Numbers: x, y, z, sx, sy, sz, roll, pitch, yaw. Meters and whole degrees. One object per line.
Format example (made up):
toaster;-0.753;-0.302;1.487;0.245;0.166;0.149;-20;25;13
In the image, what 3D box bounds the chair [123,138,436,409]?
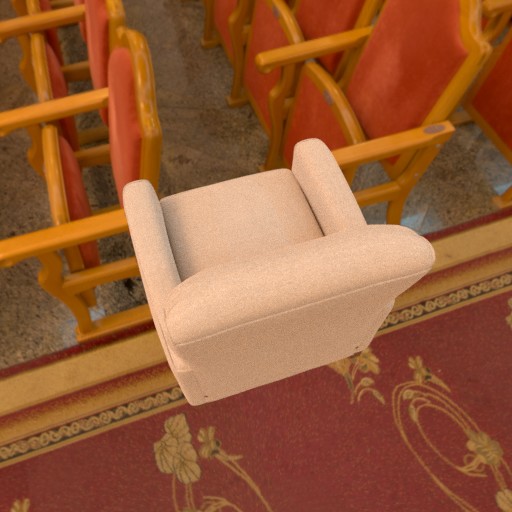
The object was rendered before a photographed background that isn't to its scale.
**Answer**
chair;0.000;0.000;1.638;0.841;1.023;0.858;-16;60;-9
